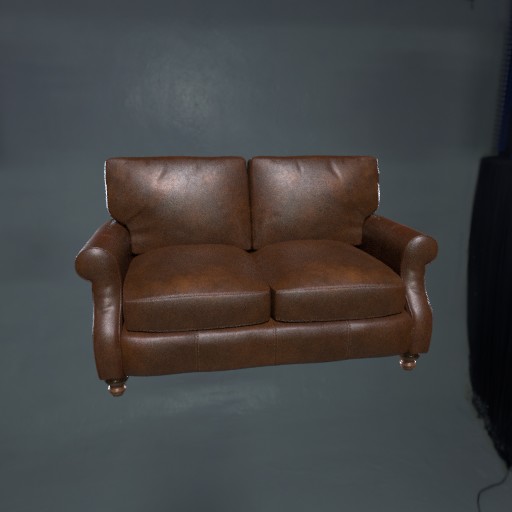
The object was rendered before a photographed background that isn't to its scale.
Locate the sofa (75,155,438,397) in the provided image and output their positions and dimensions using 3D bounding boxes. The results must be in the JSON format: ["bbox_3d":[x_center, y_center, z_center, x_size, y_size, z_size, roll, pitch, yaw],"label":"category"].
[{"bbox_3d":[0.000,0.000,2.257,1.616,0.976,0.990,-2,15,-9],"label":"sofa"}]
